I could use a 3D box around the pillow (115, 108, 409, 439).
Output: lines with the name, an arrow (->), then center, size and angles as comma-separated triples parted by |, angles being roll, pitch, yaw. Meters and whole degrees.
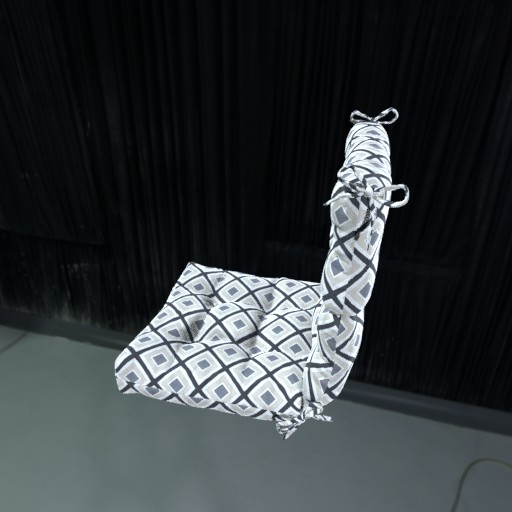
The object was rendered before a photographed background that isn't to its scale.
pillow -> 0.000, 0.000, 1.028 | 0.571, 0.605, 0.519 | 7, 31, 12
